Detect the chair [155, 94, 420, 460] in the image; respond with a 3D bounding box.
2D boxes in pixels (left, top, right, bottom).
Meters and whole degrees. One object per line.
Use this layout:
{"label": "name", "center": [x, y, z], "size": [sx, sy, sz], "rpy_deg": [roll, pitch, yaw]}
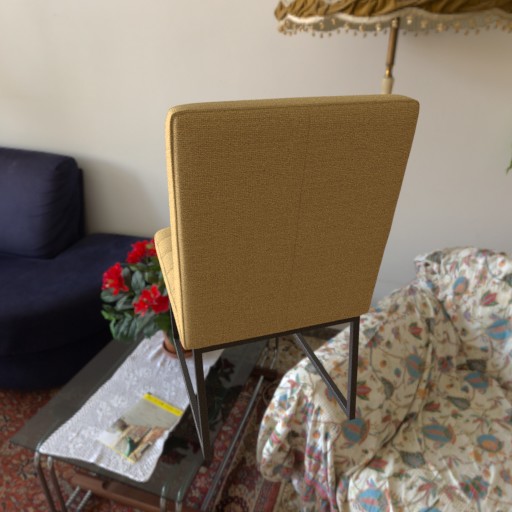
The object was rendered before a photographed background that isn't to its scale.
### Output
{"label": "chair", "center": [0.000, 0.000, 1.279], "size": [0.520, 0.930, 0.634], "rpy_deg": [-8, 28, -16]}
